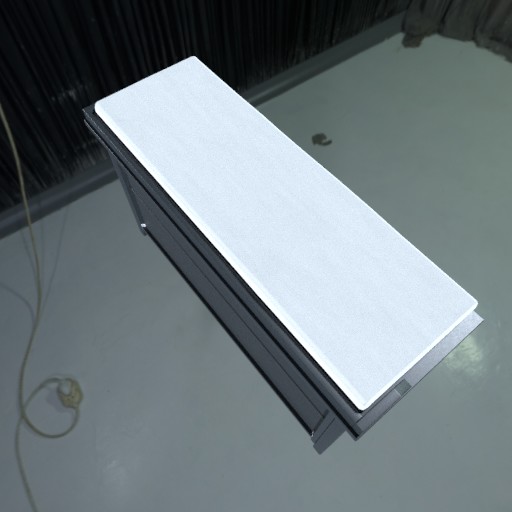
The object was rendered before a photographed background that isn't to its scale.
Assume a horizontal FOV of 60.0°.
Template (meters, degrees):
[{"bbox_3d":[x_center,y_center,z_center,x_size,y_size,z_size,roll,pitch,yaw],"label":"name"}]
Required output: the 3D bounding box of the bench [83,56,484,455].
[{"bbox_3d":[0.000,0.000,1.178,0.345,0.561,0.973,-35,65,-18],"label":"bench"}]
